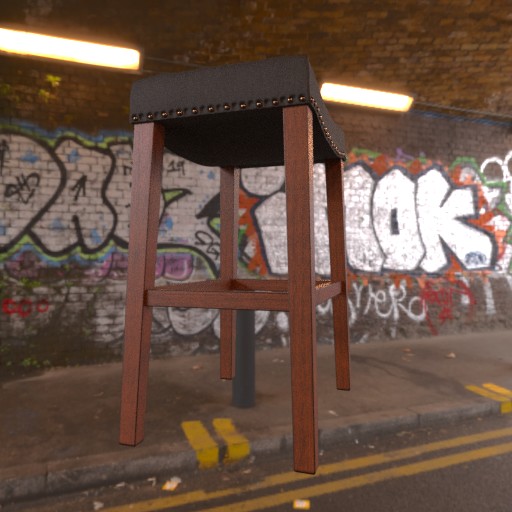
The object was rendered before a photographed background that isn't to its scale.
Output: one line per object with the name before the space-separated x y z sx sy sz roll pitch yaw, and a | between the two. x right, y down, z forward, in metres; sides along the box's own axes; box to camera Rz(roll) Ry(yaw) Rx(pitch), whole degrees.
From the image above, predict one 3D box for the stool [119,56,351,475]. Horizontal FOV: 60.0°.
stool | 0.000 0.000 0.874 0.320 0.612 0.439 0 0 19
